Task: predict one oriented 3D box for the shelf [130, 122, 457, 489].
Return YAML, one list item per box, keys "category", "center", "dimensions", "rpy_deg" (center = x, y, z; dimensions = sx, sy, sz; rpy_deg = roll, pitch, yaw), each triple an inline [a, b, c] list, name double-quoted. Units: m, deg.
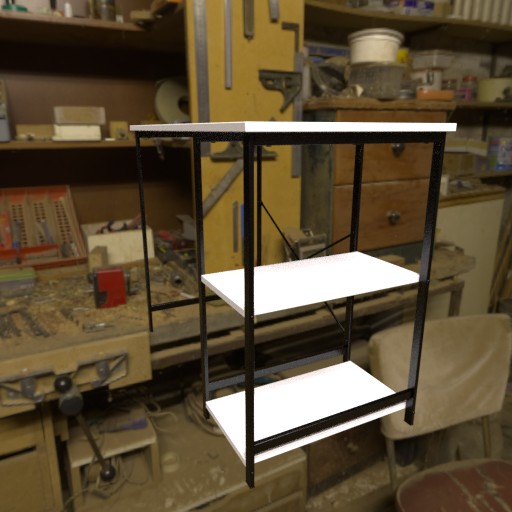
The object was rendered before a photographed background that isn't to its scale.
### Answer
- category: "shelf"
  center: [0.000, 0.000, 1.322]
  dimensions: [0.498, 0.750, 0.902]
  rpy_deg: [-8, 18, -26]
